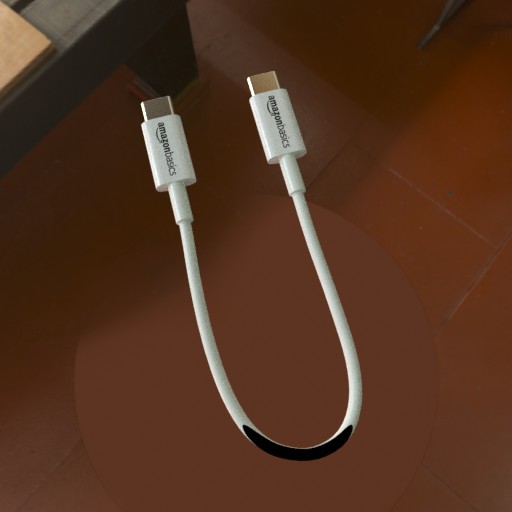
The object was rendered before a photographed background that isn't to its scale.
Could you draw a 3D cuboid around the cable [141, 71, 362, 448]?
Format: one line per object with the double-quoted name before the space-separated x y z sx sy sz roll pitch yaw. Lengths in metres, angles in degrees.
"cable" 0.000 0.000 0.111 0.041 0.005 0.098 -15 77 -4
